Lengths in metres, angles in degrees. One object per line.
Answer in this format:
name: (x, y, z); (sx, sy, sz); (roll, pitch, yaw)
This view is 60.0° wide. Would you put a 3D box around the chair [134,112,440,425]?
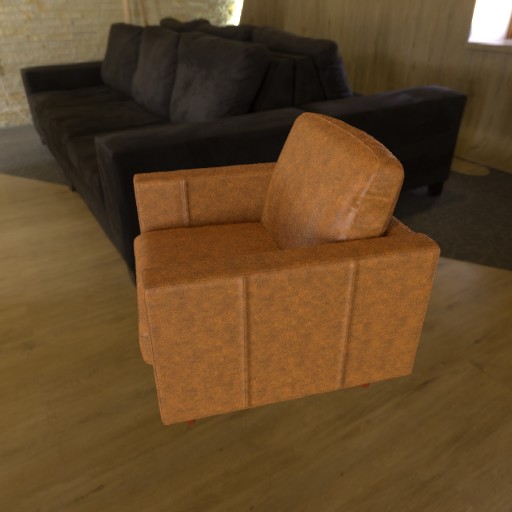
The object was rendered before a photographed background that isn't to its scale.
chair: (0.000, 0.000, 1.689); (0.909, 0.956, 0.890); (-8, 31, -13)
